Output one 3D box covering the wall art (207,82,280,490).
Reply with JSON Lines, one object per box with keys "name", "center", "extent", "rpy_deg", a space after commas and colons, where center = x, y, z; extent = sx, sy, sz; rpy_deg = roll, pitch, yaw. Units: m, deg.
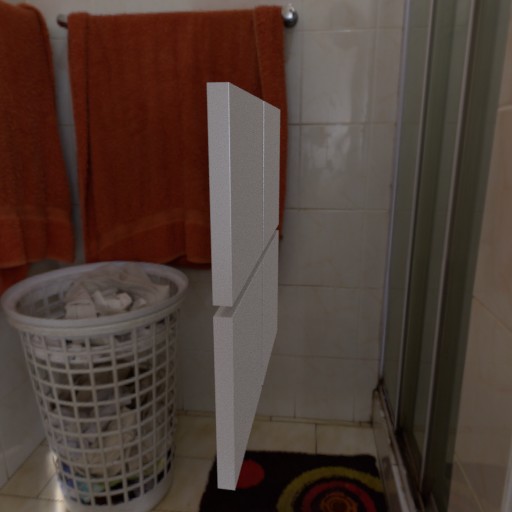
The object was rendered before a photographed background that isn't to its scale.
{"name": "wall art", "center": [0.000, 0.000, 0.922], "extent": [0.029, 0.611, 0.611], "rpy_deg": [2, 15, 9]}
